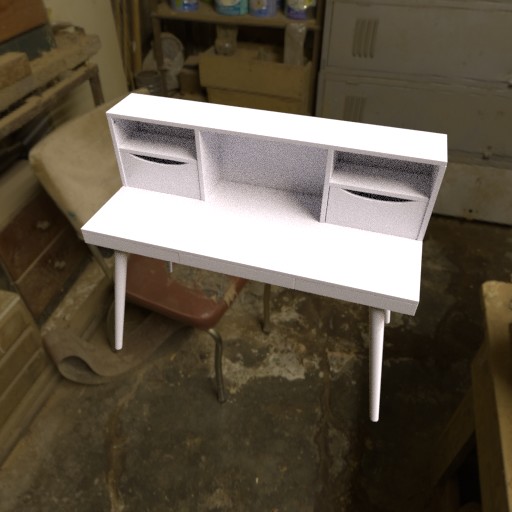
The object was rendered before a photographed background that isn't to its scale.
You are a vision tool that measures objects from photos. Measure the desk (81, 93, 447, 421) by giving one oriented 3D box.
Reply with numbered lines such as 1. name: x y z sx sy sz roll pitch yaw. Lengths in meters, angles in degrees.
1. desk: 0.000 0.000 1.781 1.199 0.990 0.559 12 43 13
